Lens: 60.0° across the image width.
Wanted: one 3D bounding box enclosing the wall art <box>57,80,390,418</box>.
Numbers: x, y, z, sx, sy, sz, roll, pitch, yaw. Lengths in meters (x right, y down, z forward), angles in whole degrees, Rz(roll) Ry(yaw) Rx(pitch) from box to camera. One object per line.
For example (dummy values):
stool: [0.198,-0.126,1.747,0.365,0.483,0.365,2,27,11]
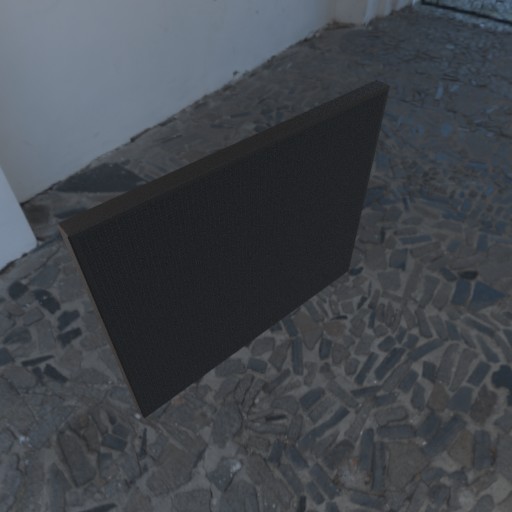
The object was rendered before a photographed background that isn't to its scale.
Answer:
wall art: [0.000,0.000,0.776,0.559,0.458,0.029,-32,54,-27]
